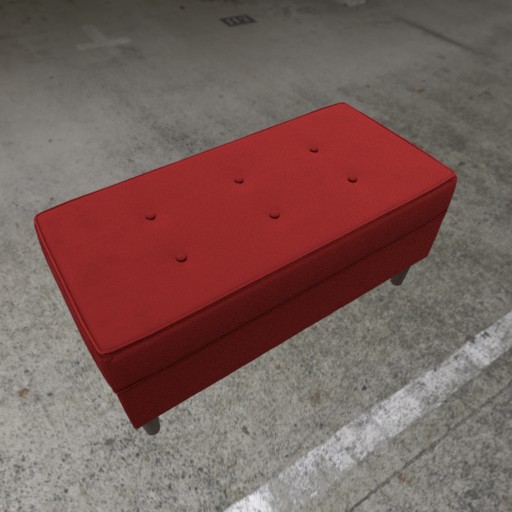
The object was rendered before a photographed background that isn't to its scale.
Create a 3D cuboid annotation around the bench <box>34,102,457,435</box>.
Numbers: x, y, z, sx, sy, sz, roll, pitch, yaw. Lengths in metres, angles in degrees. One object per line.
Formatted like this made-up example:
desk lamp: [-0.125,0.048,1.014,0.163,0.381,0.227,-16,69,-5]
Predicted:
bench: [0.000,0.000,1.289,1.016,0.471,0.492,-26,53,-22]
